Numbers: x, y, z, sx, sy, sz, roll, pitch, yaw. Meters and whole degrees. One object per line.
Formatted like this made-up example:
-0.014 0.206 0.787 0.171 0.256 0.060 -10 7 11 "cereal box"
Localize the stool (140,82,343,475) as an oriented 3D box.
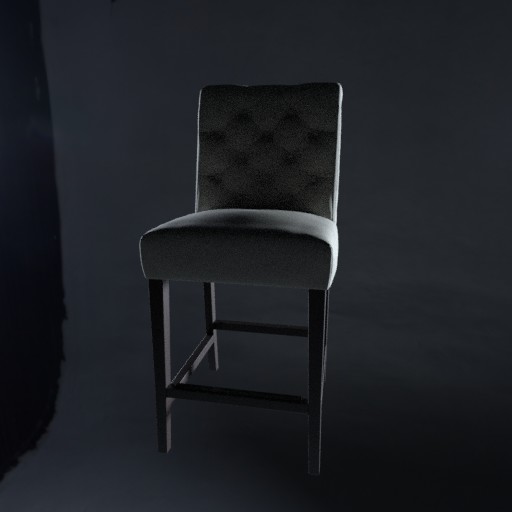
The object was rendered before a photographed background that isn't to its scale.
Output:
0.000 0.000 1.356 0.493 1.040 0.601 3 15 11 "stool"
